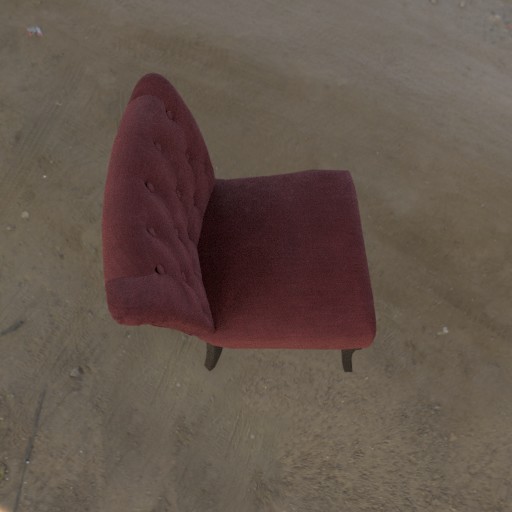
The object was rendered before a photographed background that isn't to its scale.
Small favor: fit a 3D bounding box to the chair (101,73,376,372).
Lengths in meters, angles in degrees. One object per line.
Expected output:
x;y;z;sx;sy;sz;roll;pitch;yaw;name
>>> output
0.000;0.000;1.192;0.605;0.750;0.582;-2;64;-1;chair
